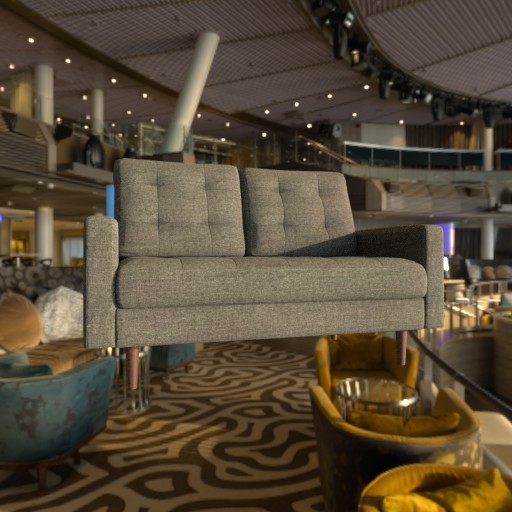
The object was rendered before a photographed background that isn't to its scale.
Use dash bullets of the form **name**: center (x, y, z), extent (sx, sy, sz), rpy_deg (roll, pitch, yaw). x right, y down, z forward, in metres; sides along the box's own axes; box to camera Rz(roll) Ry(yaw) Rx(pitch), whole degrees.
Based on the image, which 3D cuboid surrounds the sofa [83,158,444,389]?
- **sofa**: center (0.000, 0.000, 1.986), extent (1.407, 0.907, 0.842), rpy_deg (0, 0, -18)
